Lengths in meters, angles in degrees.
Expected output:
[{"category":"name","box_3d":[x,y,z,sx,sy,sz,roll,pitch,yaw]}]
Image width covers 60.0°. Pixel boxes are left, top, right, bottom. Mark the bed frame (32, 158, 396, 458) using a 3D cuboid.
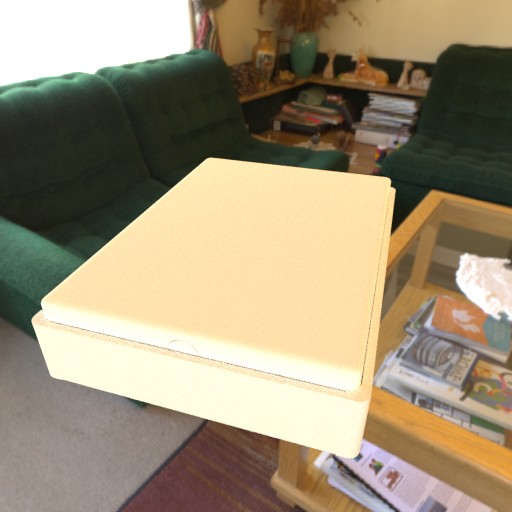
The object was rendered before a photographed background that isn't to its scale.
[{"category":"bed frame","box_3d":[0.000,0.000,2.491,1.400,0.406,1.900,10,33,15]}]
